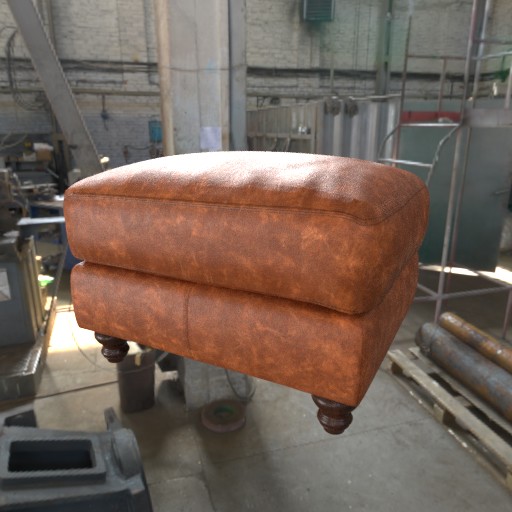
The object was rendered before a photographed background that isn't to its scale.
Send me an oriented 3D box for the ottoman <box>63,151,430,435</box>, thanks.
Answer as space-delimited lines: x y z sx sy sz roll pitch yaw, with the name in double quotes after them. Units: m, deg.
0.000 0.000 1.228 0.832 0.562 0.657 8 18 27 "ottoman"
